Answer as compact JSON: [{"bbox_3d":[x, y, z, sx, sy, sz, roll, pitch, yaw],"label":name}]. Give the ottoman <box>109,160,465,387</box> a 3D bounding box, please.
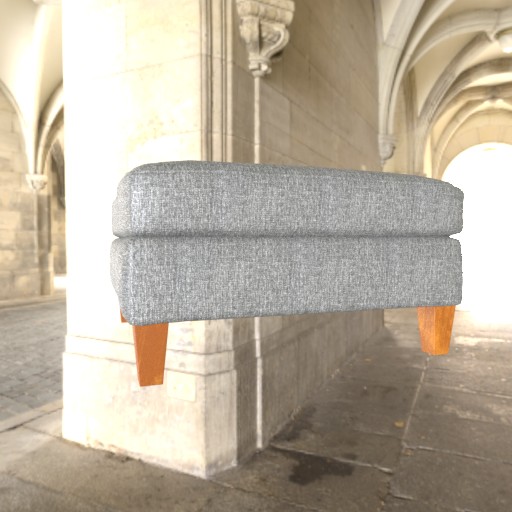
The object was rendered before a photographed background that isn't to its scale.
[{"bbox_3d":[0.000,0.000,1.353,0.838,0.481,0.838,-1,2,-20],"label":"ottoman"}]
